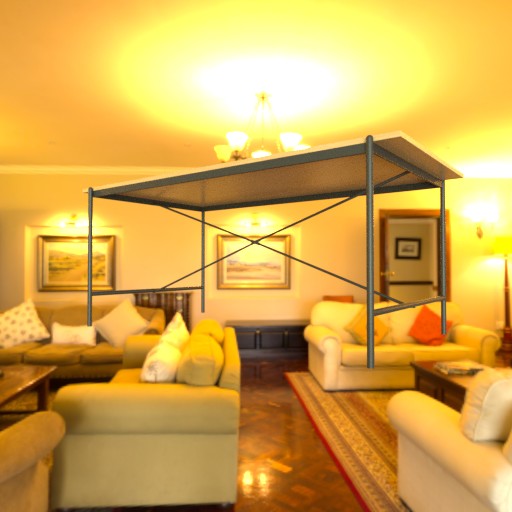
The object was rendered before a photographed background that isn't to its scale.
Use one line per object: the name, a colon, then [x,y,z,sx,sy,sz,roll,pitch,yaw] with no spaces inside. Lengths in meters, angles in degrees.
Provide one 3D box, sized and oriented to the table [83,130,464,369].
table: [0.000,0.000,2.276,1.800,0.758,0.900,-1,-1,37]
